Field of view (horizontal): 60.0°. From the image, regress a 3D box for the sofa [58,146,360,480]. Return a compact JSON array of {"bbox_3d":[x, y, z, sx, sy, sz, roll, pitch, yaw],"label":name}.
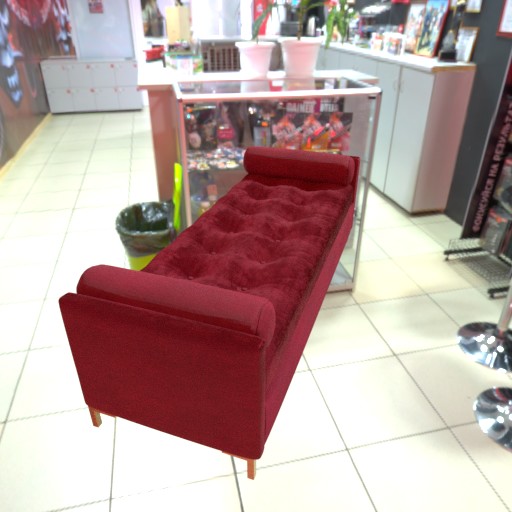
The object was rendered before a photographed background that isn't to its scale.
[{"bbox_3d":[0.000,0.000,2.452,0.796,0.705,2.102,10,31,17],"label":"sofa"}]
